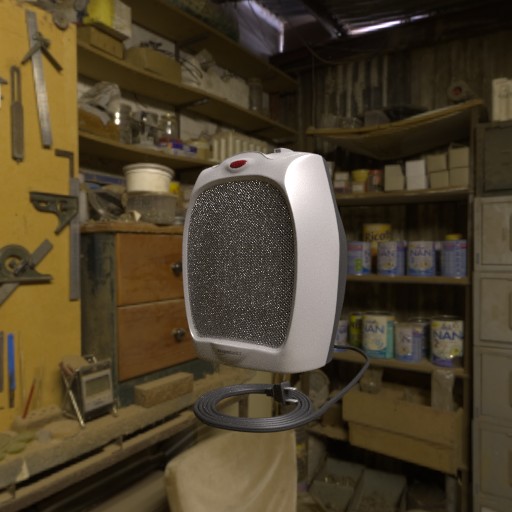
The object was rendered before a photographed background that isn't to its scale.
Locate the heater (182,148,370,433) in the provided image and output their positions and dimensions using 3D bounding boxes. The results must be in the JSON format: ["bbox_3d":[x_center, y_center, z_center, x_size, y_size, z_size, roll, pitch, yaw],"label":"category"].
[{"bbox_3d":[0.000,0.000,0.466,0.239,0.240,0.291,0,1,36],"label":"heater"}]
